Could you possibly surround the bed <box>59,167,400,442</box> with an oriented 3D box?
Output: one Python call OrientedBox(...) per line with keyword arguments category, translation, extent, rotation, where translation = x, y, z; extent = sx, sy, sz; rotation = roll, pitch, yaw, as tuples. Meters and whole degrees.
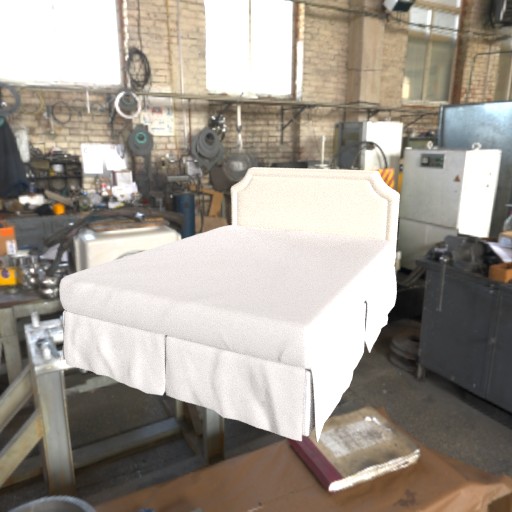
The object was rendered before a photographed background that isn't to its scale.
OrientedBox(category="bed", translation=(0.000, 0.000, 3.659), extent=(1.977, 1.293, 2.498), rotation=(7, 16, 26))
